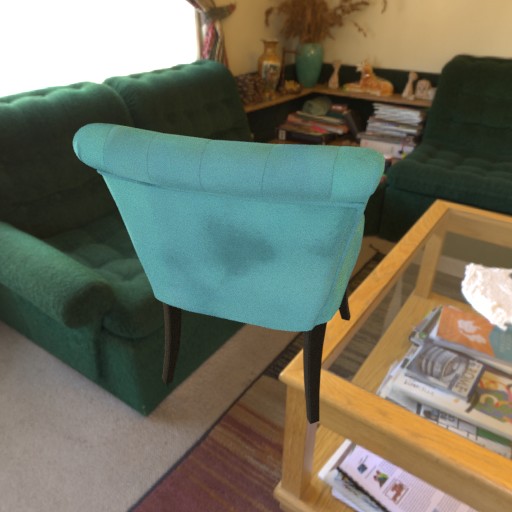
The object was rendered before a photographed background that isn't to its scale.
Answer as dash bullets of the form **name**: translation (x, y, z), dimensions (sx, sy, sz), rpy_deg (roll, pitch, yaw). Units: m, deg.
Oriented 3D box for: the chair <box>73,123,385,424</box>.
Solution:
- **chair**: translation (0.000, 0.000, 1.153), dimensions (0.582, 0.750, 0.605), rpy_deg (10, 32, 15)
